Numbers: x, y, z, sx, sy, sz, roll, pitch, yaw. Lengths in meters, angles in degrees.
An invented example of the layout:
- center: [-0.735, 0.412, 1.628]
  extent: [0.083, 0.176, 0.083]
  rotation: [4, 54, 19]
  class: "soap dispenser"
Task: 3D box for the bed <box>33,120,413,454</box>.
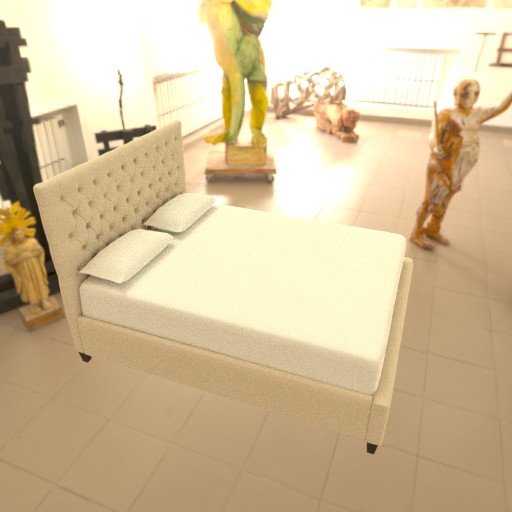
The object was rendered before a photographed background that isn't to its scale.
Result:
- center: [0.000, 0.000, 3.303]
  extent: [2.233, 1.426, 1.696]
  rotation: [11, 33, 18]
  class: "bed"
